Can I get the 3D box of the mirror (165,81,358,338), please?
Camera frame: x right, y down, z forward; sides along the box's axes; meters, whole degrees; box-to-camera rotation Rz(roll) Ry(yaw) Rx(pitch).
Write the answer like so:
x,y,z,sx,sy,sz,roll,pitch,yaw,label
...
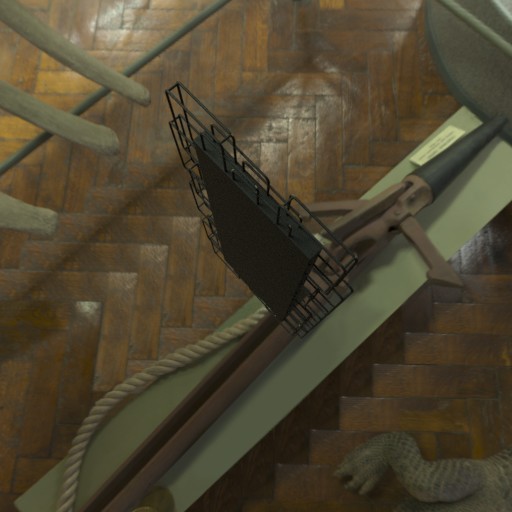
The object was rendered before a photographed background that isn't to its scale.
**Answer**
x,y,z,sx,sy,sz,roll,pitch,yaw,label
0.000,0.000,1.388,0.037,1.192,0.565,-41,78,-10,mirror
